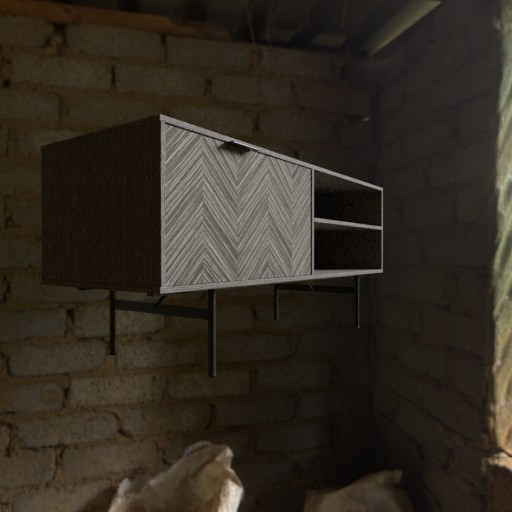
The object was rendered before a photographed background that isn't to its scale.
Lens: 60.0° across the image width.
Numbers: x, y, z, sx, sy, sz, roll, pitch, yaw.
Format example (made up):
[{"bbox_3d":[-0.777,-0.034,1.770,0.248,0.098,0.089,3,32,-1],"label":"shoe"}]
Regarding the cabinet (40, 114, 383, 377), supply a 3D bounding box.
[{"bbox_3d":[0.000,0.000,1.582,0.500,0.599,1.300,0,0,36],"label":"cabinet"}]
